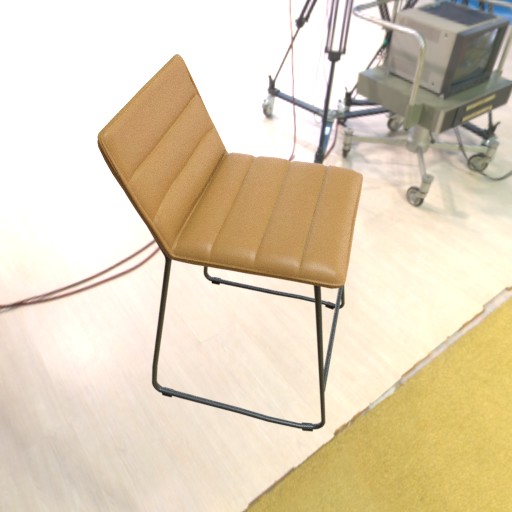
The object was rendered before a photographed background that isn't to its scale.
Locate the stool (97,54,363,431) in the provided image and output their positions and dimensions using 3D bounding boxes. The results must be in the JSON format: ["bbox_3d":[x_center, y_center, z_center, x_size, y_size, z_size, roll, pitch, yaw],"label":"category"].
[{"bbox_3d":[0.000,0.000,1.167,0.524,0.866,0.489,11,47,10],"label":"stool"}]
